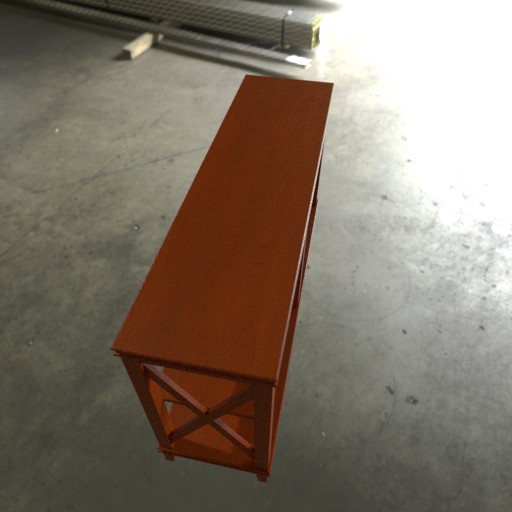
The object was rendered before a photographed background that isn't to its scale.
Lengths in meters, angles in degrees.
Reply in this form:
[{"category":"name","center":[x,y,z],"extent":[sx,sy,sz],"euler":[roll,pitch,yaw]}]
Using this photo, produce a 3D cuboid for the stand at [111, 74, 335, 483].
[{"category":"stand","center":[0.000,0.000,1.702],"extent":[0.381,0.762,1.372],"euler":[9,48,8]}]
